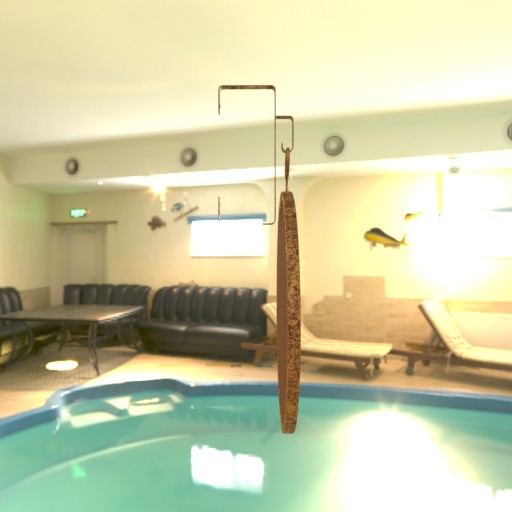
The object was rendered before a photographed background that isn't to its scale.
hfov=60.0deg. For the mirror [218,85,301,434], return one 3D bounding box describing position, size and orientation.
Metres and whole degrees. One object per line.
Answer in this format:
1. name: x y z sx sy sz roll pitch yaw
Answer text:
1. mirror: 0.000 0.000 0.854 0.144 0.651 0.447 0 0 1
